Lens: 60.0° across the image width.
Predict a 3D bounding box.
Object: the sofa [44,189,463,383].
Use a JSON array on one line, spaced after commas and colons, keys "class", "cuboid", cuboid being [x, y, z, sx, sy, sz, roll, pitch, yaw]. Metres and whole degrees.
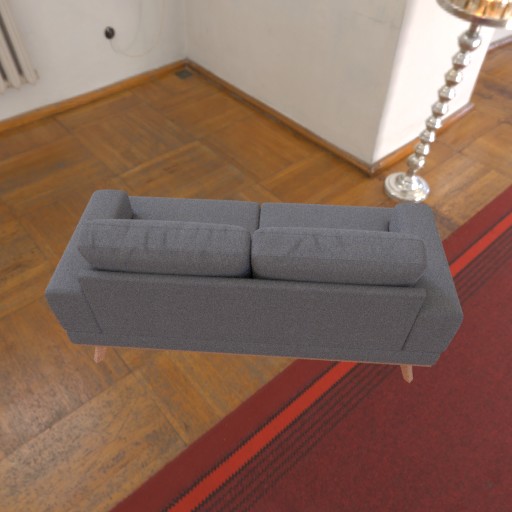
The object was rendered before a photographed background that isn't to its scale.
[{"class": "sofa", "cuboid": [0.000, 0.000, 2.055, 1.650, 0.810, 0.785, 3, 48, 3]}]
